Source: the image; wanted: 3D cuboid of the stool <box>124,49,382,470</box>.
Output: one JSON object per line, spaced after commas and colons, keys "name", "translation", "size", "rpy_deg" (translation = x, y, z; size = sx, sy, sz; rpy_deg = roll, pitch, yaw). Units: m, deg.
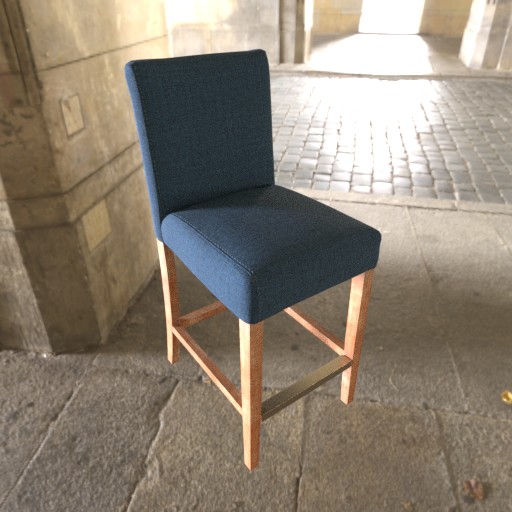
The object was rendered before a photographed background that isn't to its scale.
{"name": "stool", "translation": [0.000, 0.000, 1.302], "size": [0.454, 1.039, 0.567], "rpy_deg": [-21, 37, -30]}
